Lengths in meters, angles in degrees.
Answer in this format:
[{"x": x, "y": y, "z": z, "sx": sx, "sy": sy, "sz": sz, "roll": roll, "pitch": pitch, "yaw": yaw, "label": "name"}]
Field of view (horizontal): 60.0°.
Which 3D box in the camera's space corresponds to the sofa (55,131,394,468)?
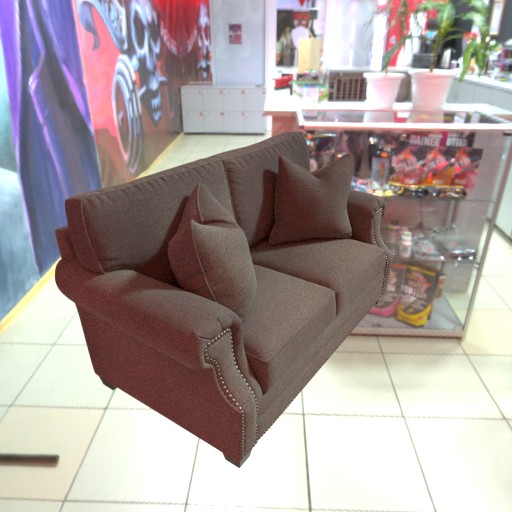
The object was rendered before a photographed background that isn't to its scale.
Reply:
[{"x": 0.000, "y": 0.000, "z": 2.257, "sx": 0.966, "sy": 0.966, "sz": 1.701, "roll": 17, "pitch": 31, "yaw": 31, "label": "sofa"}]
